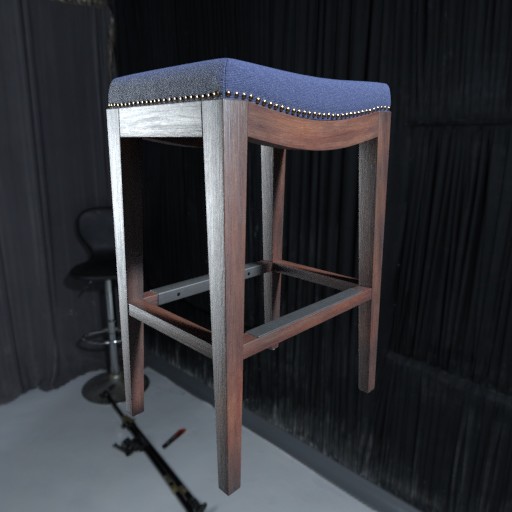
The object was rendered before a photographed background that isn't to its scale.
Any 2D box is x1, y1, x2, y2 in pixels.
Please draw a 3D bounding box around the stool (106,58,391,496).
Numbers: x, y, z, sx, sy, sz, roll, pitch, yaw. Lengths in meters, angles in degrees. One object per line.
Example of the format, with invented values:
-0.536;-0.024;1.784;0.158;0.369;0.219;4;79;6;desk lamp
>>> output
0.000;0.000;0.989;0.358;0.740;0.498;14;21;43;stool
